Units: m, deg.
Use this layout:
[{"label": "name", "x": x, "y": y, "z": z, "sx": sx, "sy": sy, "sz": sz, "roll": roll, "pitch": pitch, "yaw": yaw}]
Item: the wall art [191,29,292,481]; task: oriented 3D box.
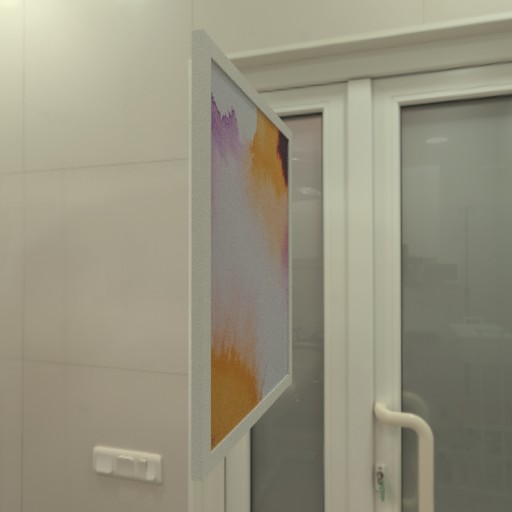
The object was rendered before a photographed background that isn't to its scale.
[{"label": "wall art", "x": 0.000, "y": 0.000, "z": 0.630, "sx": 0.013, "sy": 0.456, "sz": 0.382, "roll": 0, "pitch": -1, "yaw": 18}]
